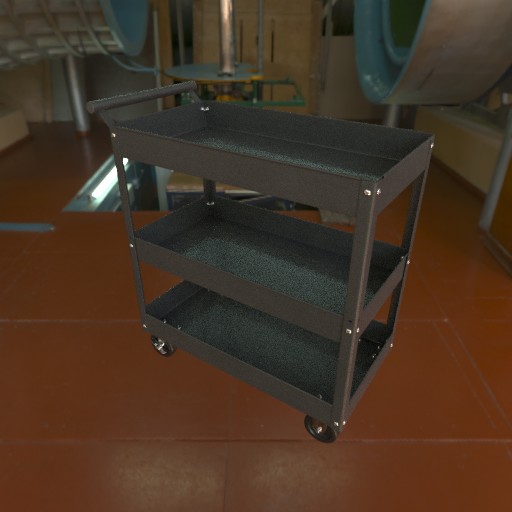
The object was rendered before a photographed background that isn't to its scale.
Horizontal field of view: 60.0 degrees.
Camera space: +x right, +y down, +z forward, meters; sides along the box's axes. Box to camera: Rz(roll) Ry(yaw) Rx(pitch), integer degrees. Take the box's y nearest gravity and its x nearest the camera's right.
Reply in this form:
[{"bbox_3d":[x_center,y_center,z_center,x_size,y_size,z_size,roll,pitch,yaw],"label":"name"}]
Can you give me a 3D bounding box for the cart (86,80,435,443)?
[{"bbox_3d":[0.000,0.000,1.190,0.719,0.780,0.366,19,35,29],"label":"cart"}]
